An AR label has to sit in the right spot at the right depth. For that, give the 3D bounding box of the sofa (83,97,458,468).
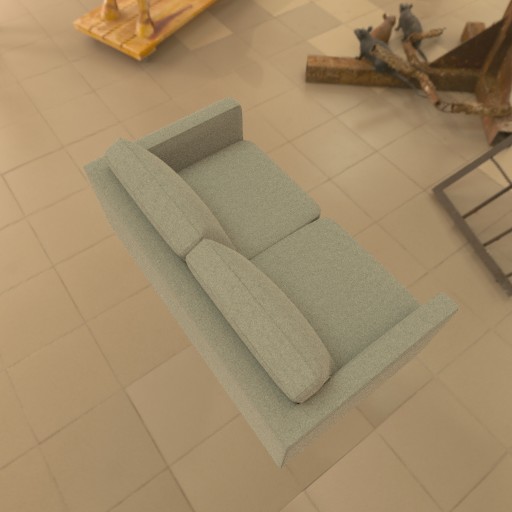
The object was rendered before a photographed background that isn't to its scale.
[{"bbox_3d":[0.000,0.000,2.342,1.000,0.900,1.731,-32,63,-18],"label":"sofa"}]
